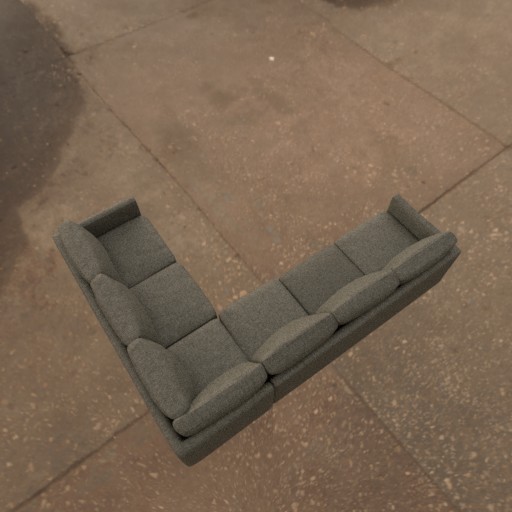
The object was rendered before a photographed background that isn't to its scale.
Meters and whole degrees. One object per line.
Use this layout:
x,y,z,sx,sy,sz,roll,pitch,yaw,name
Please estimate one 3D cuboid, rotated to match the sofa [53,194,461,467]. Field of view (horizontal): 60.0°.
0.000,0.000,4.644,3.302,0.947,2.593,-31,63,-18,sofa
